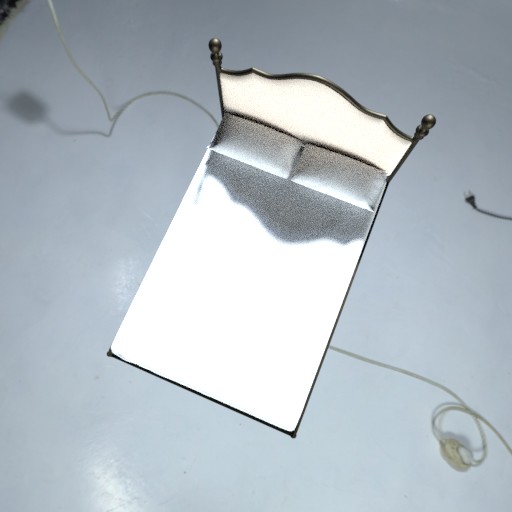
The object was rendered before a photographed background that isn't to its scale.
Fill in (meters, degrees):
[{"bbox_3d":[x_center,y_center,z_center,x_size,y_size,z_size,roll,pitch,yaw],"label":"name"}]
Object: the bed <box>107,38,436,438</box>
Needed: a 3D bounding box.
[{"bbox_3d":[0.000,0.000,3.229,1.533,1.462,2.170,22,76,6],"label":"bed"}]
